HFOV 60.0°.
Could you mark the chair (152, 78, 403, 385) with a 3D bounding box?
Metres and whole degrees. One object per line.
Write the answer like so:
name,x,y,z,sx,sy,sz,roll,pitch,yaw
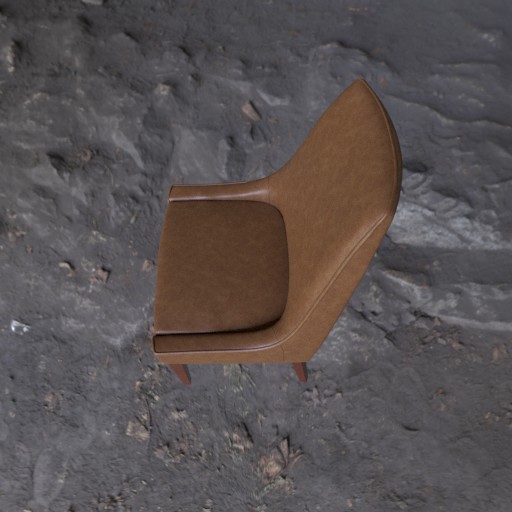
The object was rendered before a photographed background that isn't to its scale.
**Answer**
chair,0.000,0.000,1.192,0.544,0.861,0.529,-1,60,0
